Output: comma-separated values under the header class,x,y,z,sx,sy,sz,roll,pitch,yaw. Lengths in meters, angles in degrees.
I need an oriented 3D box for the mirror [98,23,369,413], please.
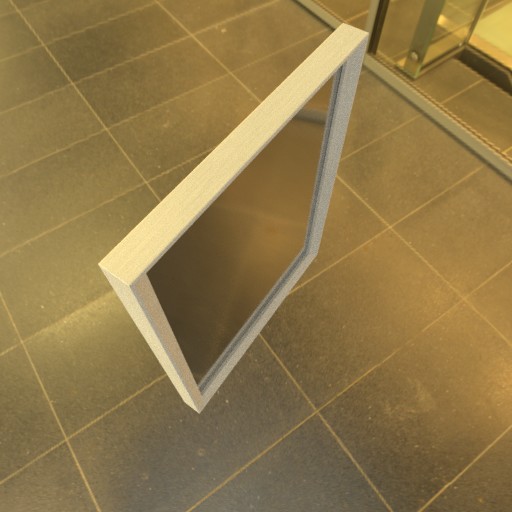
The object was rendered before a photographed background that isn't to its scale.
class,x,y,z,sx,sy,sz,roll,pitch,yaw
mirror,0.000,0.000,0.661,0.041,0.509,0.406,31,64,17
